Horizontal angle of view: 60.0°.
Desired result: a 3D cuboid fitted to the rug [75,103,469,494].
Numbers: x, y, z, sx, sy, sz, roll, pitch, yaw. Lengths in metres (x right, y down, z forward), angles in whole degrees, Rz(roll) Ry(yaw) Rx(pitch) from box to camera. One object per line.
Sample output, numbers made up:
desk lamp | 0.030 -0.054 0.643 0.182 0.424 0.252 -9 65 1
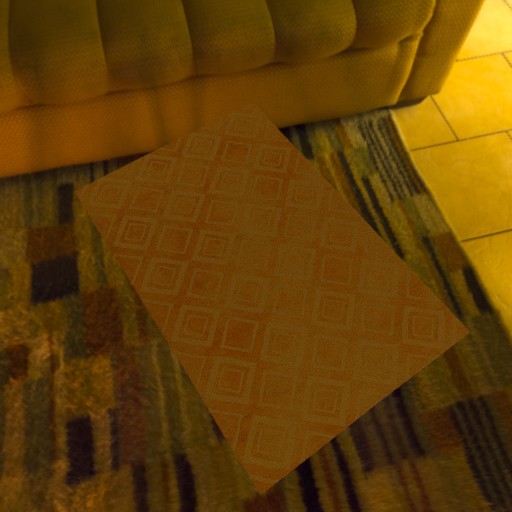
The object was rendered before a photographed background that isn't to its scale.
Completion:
rug | 0.000 0.000 2.300 1.213 0.010 1.829 -32 67 -15
